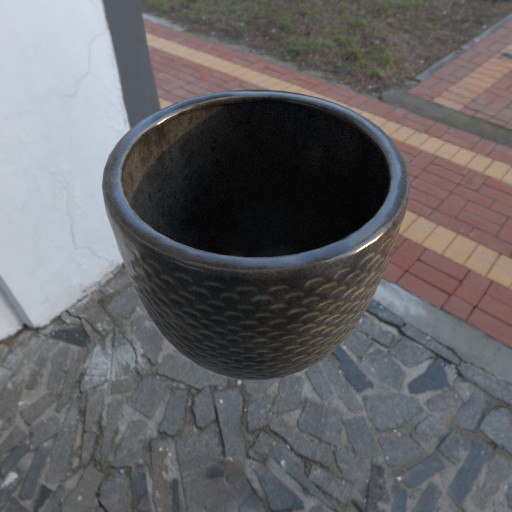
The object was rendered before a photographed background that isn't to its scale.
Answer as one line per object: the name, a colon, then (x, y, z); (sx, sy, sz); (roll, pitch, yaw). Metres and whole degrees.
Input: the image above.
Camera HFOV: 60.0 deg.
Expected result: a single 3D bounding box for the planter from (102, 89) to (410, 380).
planter: (0.000, 0.000, 0.308); (0.172, 0.160, 0.172); (0, 47, 0)
